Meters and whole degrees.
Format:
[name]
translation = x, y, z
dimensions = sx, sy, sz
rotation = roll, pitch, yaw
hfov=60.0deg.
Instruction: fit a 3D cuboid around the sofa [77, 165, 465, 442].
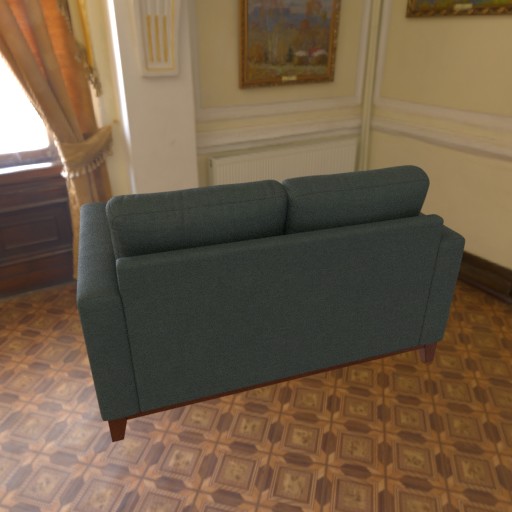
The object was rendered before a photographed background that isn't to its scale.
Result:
[sofa]
translation = 0.000, 0.000, 2.054
dimensions = 1.489, 0.903, 0.955
rotation = -9, 28, -17
